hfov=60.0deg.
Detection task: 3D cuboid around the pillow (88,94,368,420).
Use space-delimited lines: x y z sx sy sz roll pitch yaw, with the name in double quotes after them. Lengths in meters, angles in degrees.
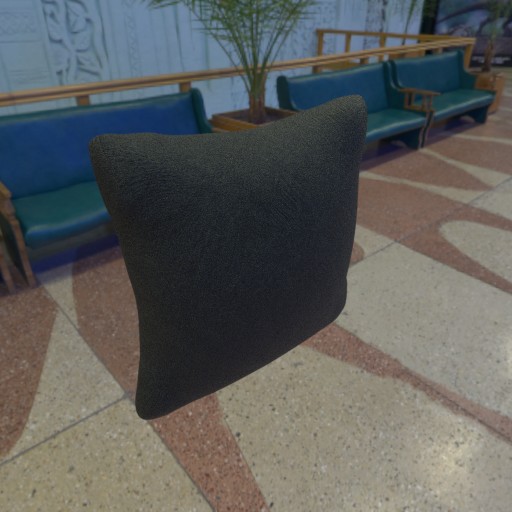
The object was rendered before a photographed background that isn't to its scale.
0.000 0.000 0.812 0.533 0.523 0.210 -22 37 -33 "pillow"
